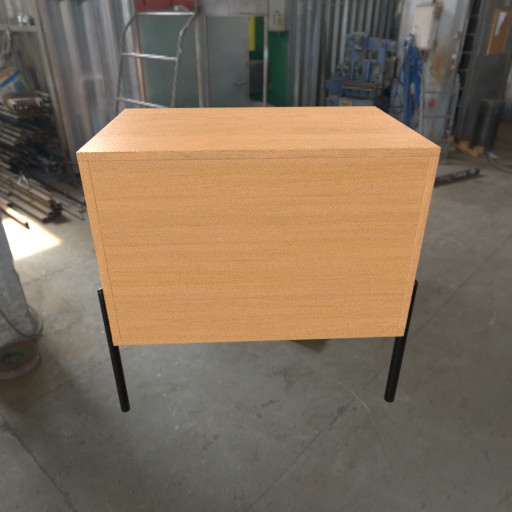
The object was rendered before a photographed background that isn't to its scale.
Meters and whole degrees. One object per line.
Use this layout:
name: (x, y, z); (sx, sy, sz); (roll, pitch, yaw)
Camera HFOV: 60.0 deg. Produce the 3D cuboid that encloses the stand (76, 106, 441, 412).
stand: (0.000, 0.000, 1.023); (0.630, 0.600, 0.400); (-1, 28, -3)
